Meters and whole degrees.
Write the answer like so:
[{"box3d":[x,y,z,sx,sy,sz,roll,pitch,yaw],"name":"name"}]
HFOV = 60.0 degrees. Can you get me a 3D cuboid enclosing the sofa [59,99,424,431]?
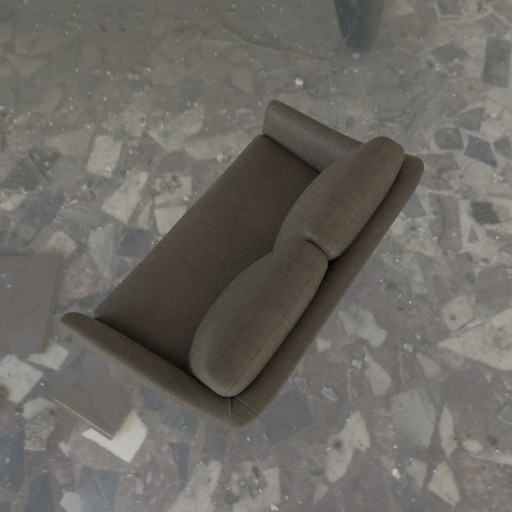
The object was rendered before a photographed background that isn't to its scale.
[{"box3d":[0.000,0.000,2.187,0.960,0.902,1.619,33,68,15],"name":"sofa"}]
